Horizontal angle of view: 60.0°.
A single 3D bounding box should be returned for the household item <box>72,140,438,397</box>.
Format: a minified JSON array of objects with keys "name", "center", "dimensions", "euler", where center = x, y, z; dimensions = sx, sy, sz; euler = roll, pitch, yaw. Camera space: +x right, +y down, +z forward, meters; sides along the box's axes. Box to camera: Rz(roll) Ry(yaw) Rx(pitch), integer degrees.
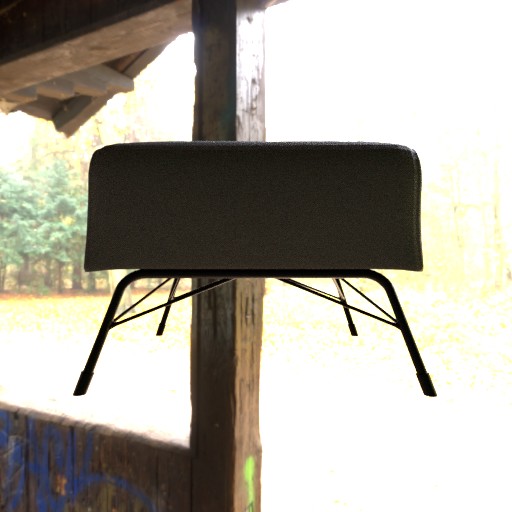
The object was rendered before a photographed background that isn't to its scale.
[{"name":"household item","center":[0.000,0.000,0.902],"dimensions":[0.530,0.410,0.530],"euler":[0,-1,0]}]
